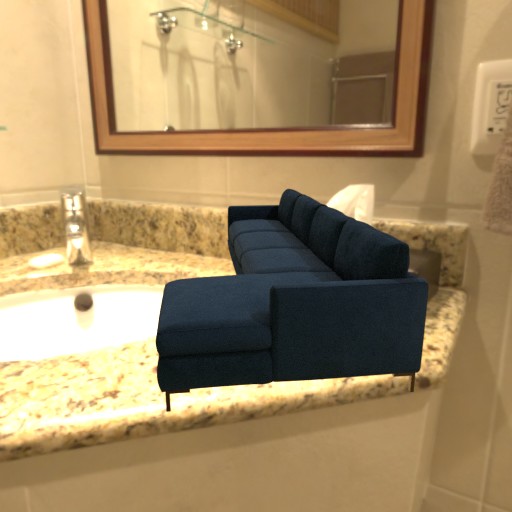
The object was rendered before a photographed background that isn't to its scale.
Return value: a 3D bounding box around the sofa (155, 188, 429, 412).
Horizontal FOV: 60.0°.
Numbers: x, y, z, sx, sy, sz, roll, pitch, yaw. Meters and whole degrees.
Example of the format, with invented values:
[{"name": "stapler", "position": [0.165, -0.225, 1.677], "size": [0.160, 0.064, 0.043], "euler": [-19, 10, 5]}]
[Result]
[{"name": "sofa", "position": [0.000, 0.000, 3.514], "size": [1.350, 0.810, 2.932], "euler": [-2, 14, -7]}]
